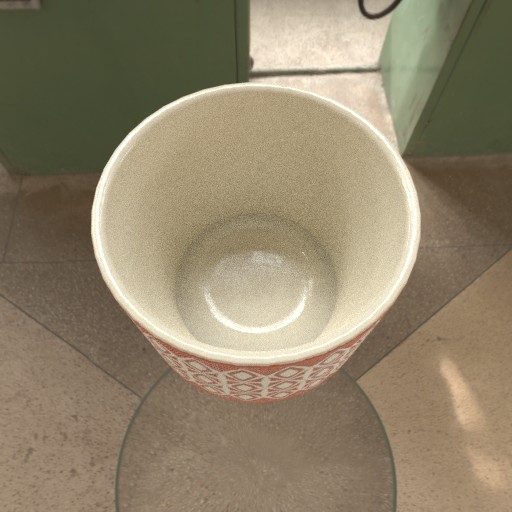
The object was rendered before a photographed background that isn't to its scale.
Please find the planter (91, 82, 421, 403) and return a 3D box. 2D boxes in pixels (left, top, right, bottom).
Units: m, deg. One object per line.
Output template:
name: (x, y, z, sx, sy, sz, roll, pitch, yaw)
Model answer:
planter: (0.000, 0.000, 0.326, 0.192, 0.148, 0.192, 0, 64, 0)
